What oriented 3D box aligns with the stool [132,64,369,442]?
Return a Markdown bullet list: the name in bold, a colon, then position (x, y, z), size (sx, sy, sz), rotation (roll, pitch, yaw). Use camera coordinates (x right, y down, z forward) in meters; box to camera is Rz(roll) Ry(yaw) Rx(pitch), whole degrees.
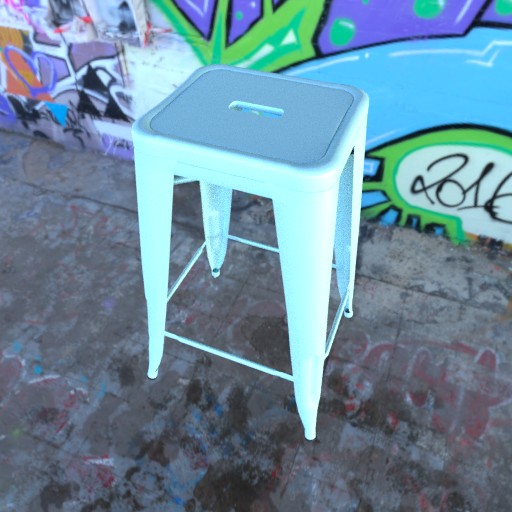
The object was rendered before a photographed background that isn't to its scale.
- **stool**: position (0.000, 0.000, 0.854), size (0.399, 0.609, 0.359), rotation (16, 48, 15)
